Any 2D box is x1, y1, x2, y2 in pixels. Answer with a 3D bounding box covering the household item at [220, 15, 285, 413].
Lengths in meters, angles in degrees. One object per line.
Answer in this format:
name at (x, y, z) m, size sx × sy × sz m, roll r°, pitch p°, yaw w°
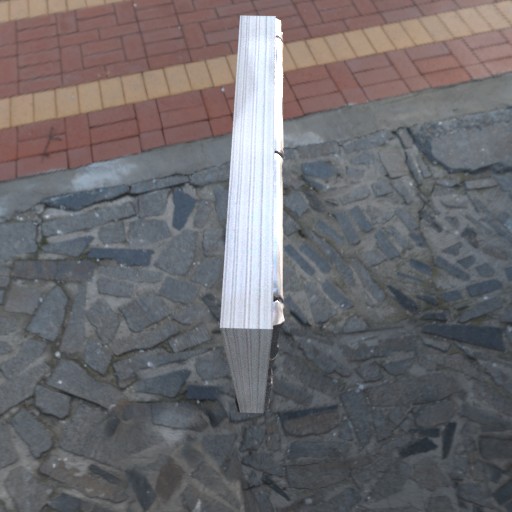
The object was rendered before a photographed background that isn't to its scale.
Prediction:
household item at (0.000, 0.000, 0.285) m, size 0.025 × 0.216 × 0.165 m, roll 1°, pitch 63°, yaw 1°
